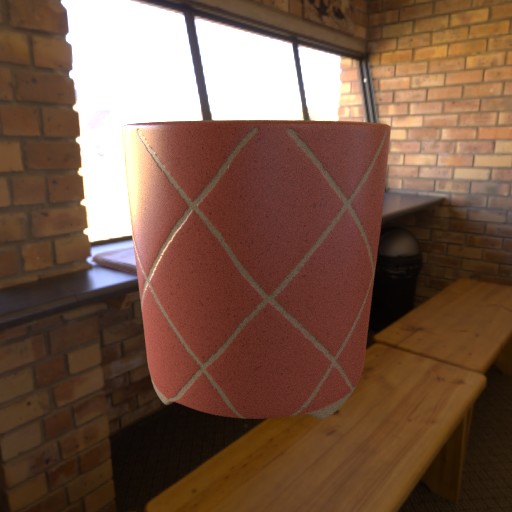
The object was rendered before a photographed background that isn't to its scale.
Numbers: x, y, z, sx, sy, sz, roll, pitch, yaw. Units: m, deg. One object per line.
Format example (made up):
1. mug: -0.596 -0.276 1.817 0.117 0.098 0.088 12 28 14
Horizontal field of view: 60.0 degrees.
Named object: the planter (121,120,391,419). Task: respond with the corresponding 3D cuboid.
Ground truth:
1. planter: 0.000 0.000 0.417 0.227 0.235 0.227 0 14 0
